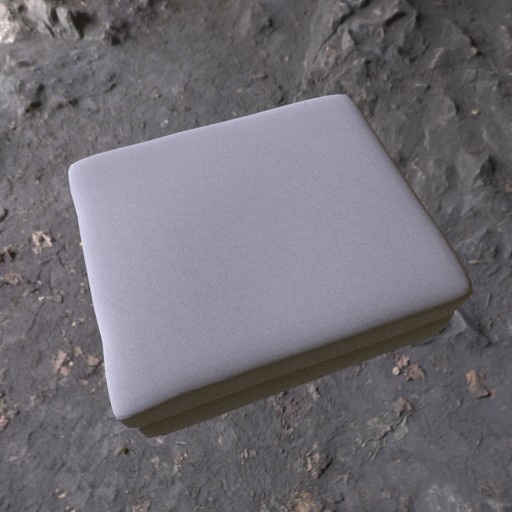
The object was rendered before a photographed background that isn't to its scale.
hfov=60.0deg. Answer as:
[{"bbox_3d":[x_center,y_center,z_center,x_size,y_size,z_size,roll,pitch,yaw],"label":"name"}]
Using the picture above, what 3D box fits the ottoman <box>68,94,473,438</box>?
[{"bbox_3d":[0.000,0.000,1.432,0.976,0.492,0.836,-17,62,-9],"label":"ottoman"}]
